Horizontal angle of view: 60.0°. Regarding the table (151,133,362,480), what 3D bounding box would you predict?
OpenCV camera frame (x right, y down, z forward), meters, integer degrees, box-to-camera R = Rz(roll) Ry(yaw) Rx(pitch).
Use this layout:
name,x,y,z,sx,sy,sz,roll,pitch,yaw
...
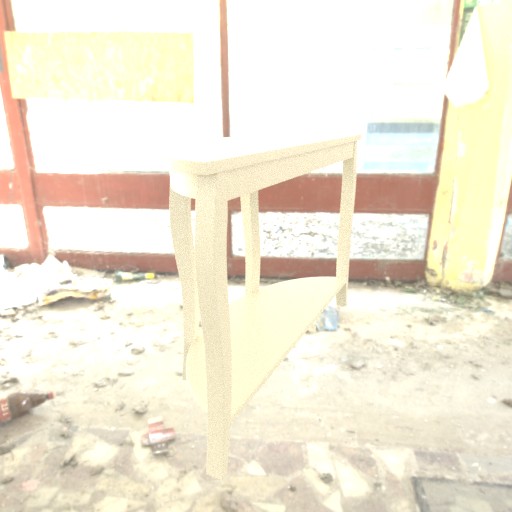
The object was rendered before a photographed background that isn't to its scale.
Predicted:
name,x,y,z,sx,sy,sz,roll,pitch,yaw
table,0.000,0.000,1.547,0.394,0.780,1.219,9,20,25
